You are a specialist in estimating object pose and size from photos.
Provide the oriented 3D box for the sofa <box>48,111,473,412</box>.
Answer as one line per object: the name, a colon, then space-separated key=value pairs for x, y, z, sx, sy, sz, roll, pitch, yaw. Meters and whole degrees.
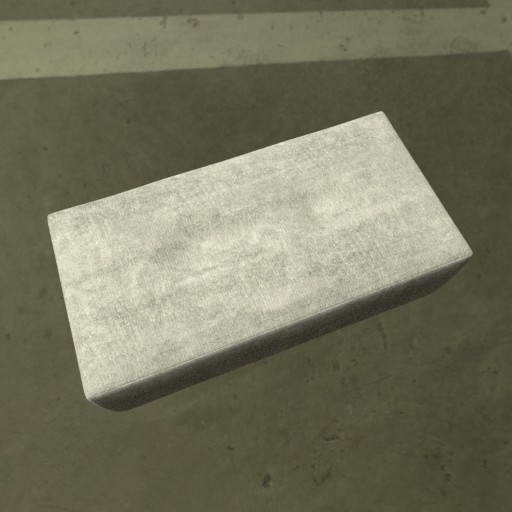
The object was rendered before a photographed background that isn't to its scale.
sofa: x=0.000 y=0.000 z=1.159 sx=0.930 sy=0.330 sz=0.480 roll=-19 pitch=67 yaw=-8
